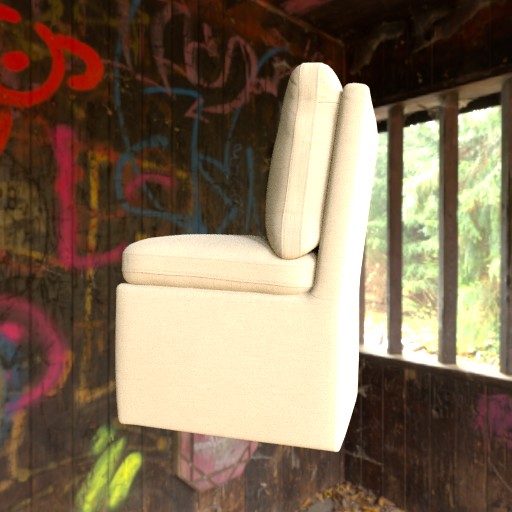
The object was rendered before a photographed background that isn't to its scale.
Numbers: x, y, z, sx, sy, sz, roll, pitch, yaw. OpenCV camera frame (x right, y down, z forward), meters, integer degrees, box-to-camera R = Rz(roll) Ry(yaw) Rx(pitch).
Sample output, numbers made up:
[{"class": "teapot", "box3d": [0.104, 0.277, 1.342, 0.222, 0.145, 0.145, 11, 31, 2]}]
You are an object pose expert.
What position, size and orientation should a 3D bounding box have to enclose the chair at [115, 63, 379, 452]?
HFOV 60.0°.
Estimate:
[{"class": "chair", "box3d": [0.000, 0.000, 1.337, 0.698, 0.927, 0.503, 0, 0, 18]}]
